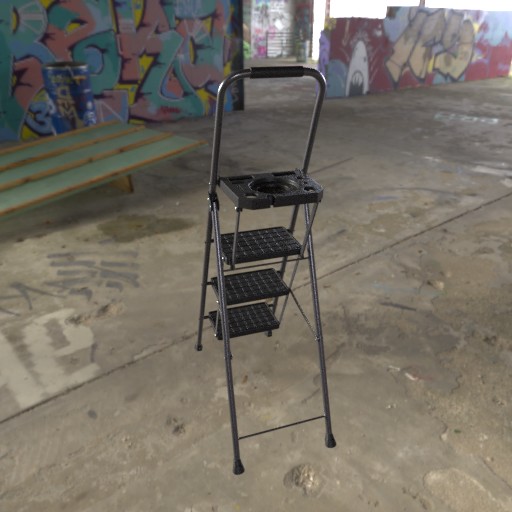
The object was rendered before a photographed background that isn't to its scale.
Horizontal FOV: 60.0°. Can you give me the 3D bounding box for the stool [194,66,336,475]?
[{"bbox_3d":[0.000,0.000,1.588,0.396,1.277,0.733,-9,29,-16],"label":"stool"}]
